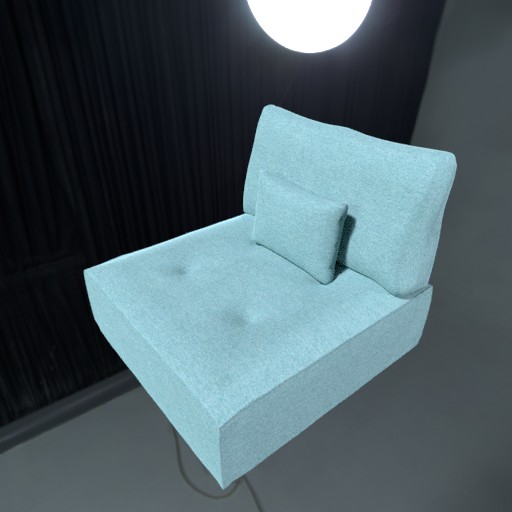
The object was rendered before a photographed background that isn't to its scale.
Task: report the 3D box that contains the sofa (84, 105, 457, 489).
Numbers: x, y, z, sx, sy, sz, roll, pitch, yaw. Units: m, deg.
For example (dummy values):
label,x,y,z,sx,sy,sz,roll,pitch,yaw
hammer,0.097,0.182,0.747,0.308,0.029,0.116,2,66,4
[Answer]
label,x,y,z,sx,sy,sz,roll,pitch,yaw
sofa,0.000,0.000,1.649,1.000,0.820,0.930,-23,38,-33
